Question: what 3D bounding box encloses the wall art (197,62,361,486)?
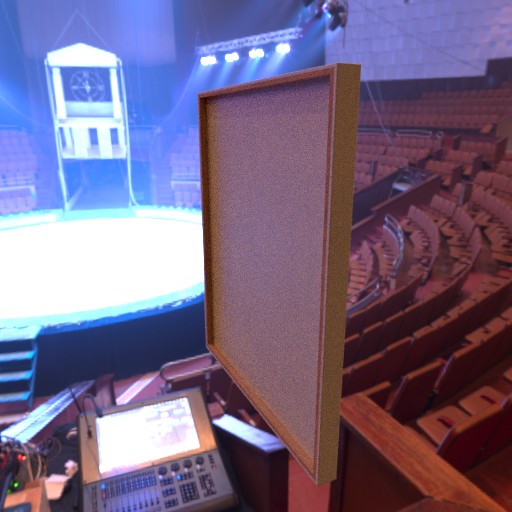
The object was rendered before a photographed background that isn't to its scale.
[{"bbox_3d":[0.000,0.000,0.827,0.037,0.606,0.508,-8,18,-25],"label":"wall art"}]
